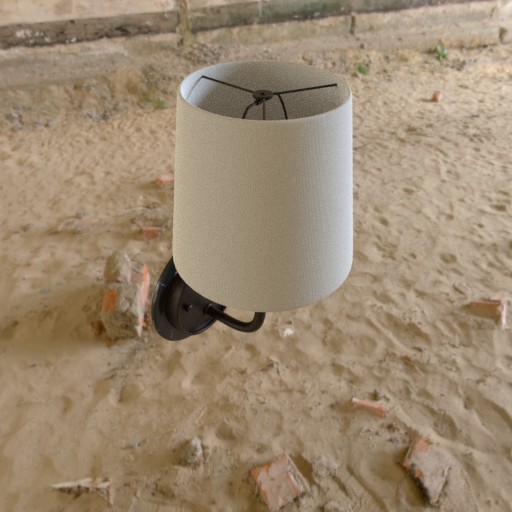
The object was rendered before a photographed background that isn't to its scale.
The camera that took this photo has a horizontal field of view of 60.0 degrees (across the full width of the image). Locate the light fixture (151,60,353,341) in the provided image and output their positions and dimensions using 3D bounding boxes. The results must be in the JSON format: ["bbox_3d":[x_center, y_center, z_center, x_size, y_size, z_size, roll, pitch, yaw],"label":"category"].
[{"bbox_3d":[0.000,0.000,0.440,0.188,0.337,0.168,26,47,27],"label":"light fixture"}]
